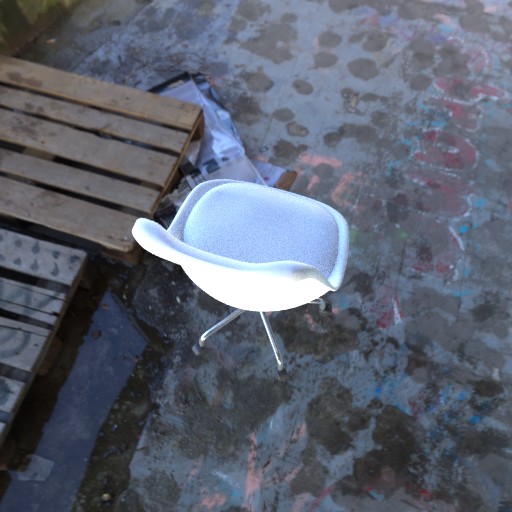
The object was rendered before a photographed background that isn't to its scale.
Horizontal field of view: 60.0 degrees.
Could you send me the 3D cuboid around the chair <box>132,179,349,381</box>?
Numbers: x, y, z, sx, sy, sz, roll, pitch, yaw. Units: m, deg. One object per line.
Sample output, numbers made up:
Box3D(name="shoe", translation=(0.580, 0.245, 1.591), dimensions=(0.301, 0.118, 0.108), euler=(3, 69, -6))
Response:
Box3D(name="chair", translation=(0.000, 0.000, 1.264), dimensions=(0.550, 0.930, 0.550), euler=(16, 64, 8))
